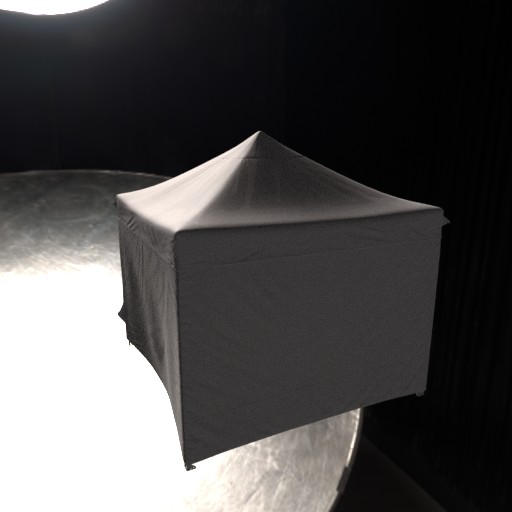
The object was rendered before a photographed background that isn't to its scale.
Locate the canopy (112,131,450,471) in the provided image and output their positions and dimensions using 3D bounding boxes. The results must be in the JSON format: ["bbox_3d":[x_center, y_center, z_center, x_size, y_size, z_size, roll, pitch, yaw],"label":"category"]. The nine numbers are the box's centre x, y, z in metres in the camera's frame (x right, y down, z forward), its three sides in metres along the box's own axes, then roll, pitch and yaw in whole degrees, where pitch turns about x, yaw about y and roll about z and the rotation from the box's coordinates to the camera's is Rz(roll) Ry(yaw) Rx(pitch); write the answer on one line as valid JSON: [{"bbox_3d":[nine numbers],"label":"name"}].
[{"bbox_3d":[0.000,0.000,5.532,3.043,2.997,3.121,-7,16,-25],"label":"canopy"}]
